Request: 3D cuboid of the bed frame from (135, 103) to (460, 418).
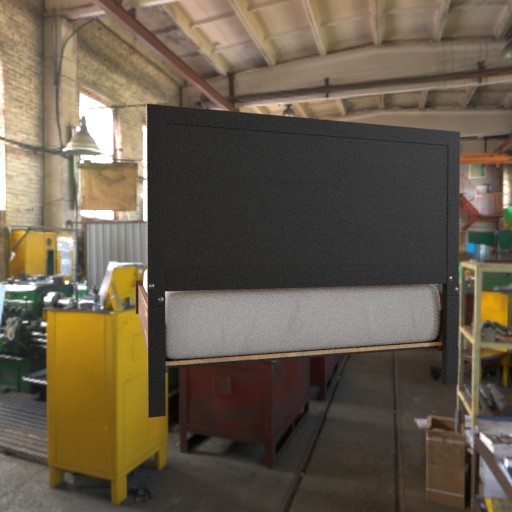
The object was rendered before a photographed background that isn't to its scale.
[{"bbox_3d":[0.000,0.000,3.325,1.696,1.417,2.276,0,1,-17],"label":"bed frame"}]
